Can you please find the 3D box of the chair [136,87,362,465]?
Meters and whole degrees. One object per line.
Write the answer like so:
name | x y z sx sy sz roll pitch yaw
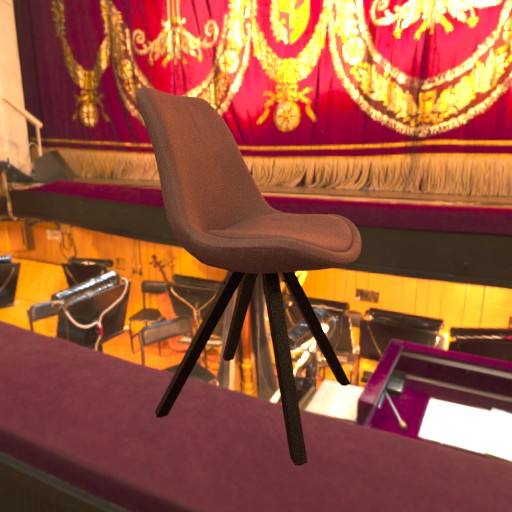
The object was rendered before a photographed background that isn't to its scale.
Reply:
chair | 0.000 0.000 1.205 0.547 0.865 0.483 6 15 25
